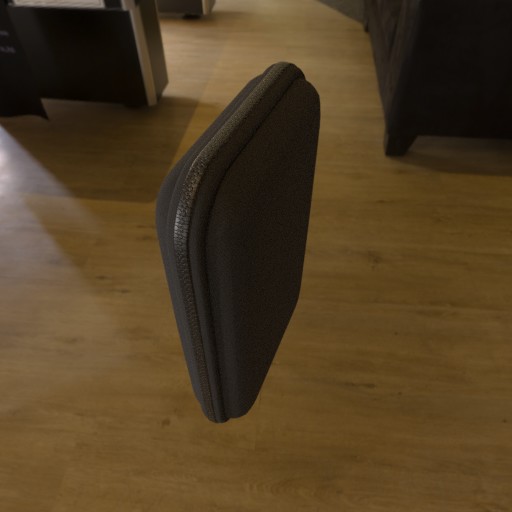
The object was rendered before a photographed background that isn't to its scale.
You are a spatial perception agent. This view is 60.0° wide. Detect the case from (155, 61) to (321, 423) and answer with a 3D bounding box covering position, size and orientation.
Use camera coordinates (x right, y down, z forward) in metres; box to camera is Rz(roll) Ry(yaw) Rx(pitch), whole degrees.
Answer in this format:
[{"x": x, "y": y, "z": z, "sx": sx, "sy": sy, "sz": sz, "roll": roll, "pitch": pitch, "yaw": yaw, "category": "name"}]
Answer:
[{"x": 0.000, "y": 0.000, "z": 0.191, "sx": 0.030, "sy": 0.147, "sz": 0.107, "roll": 17, "pitch": 50, "yaw": 15, "category": "case"}]
